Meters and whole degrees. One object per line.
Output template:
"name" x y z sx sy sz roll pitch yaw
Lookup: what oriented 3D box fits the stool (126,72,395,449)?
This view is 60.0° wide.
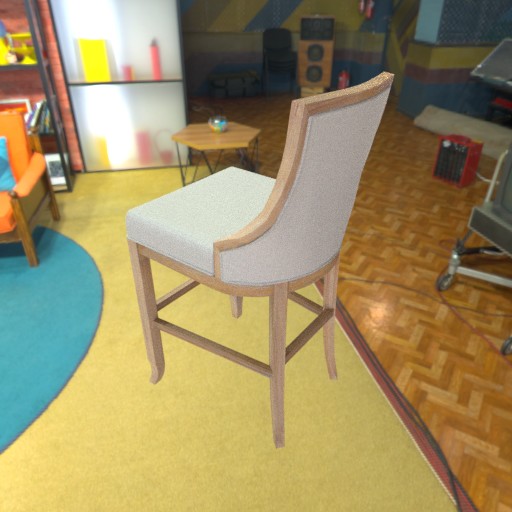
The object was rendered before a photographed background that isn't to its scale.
"stool" 0.000 0.000 1.422 0.626 1.101 0.524 22 37 31
